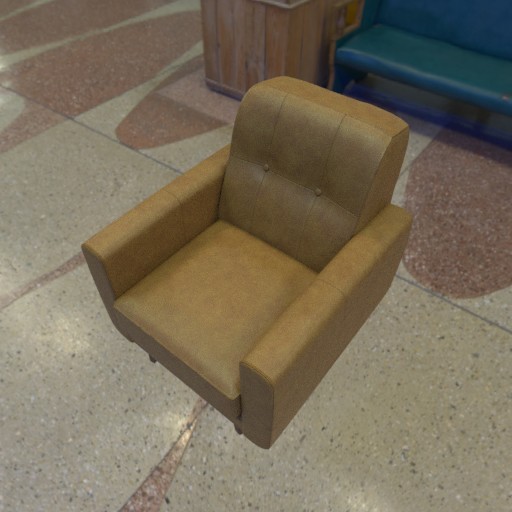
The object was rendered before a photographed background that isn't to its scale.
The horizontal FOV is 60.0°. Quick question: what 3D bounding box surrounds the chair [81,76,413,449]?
[{"bbox_3d":[0.000,0.000,1.668,0.845,0.968,0.942,31,54,25],"label":"chair"}]
